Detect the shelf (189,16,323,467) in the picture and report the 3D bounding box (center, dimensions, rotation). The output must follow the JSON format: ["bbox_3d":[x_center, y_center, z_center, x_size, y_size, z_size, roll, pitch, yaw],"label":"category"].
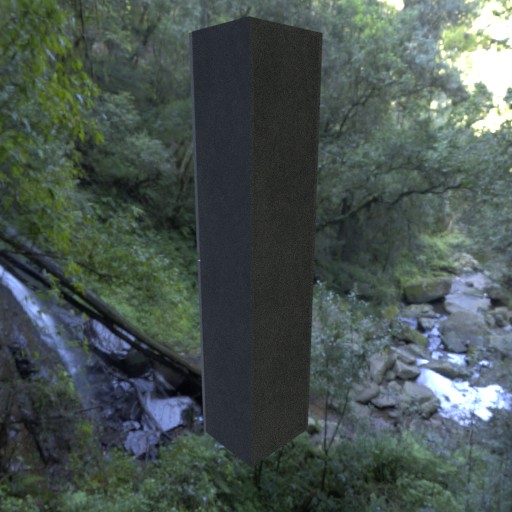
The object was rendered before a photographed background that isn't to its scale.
[{"bbox_3d":[0.000,0.000,1.527,0.300,1.400,0.270,-14,21,-41],"label":"shelf"}]
